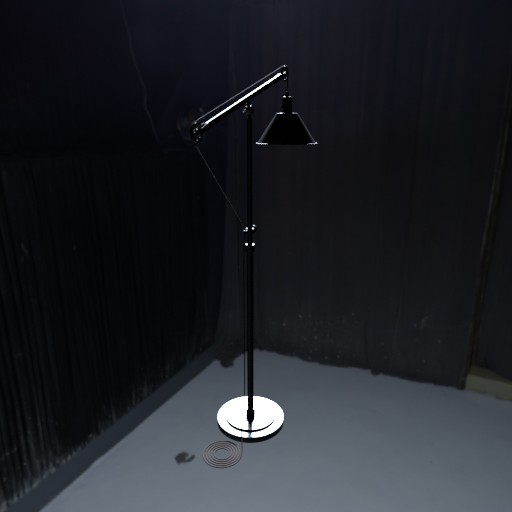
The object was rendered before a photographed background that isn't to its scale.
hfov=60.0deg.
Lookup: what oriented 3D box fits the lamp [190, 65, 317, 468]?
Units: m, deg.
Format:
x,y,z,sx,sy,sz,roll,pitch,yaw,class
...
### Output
x,y,z,sx,sy,sz,roll,pitch,yaw,class
0.000,0.000,1.963,0.319,1.626,0.904,8,18,27,lamp
